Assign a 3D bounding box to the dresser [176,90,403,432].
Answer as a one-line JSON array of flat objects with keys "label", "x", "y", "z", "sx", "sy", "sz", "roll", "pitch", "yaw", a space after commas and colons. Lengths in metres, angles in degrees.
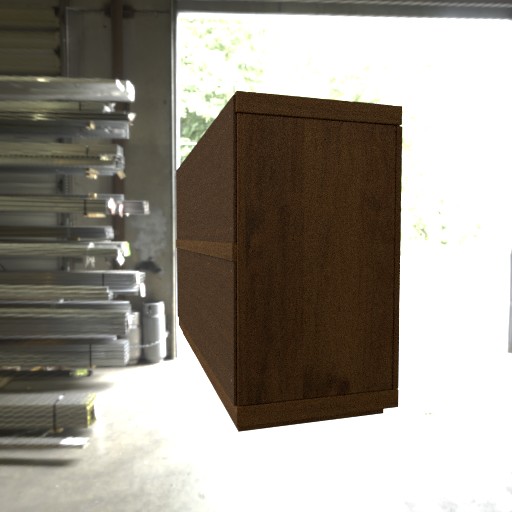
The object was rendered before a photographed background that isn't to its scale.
[{"label": "dresser", "x": 0.000, "y": 0.000, "z": 1.707, "sx": 0.479, "sy": 0.825, "sz": 1.261, "roll": -1, "pitch": 3, "yaw": -16}]
